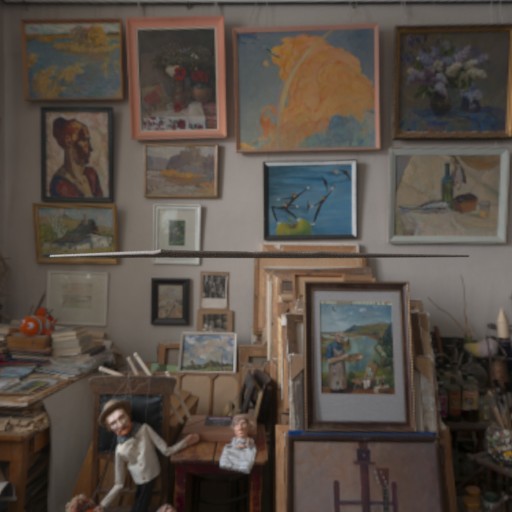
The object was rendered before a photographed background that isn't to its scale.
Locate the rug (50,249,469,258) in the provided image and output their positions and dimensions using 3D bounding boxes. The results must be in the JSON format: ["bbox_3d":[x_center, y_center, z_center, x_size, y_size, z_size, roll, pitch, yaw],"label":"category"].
[{"bbox_3d":[0.000,0.000,4.067,3.007,0.032,2.434,0,-1,-37],"label":"rug"}]
